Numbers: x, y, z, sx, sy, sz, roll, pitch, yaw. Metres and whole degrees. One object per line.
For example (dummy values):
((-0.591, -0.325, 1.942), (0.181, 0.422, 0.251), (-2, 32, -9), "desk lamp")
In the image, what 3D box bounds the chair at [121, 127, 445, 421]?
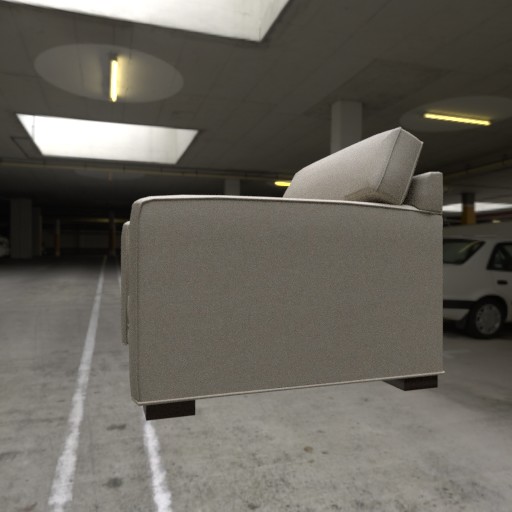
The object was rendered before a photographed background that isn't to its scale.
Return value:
((0.000, 0.000, 1.828), (1.043, 0.913, 0.998), (0, 0, -18), "chair")
